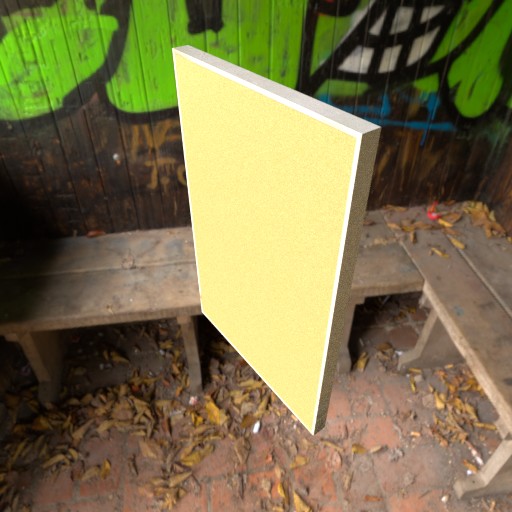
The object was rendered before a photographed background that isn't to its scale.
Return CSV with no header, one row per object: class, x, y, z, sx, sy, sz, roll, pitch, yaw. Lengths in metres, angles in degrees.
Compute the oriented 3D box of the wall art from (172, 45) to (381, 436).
wall art,0.000,0.000,0.983,0.038,0.764,0.508,-26,46,-28
